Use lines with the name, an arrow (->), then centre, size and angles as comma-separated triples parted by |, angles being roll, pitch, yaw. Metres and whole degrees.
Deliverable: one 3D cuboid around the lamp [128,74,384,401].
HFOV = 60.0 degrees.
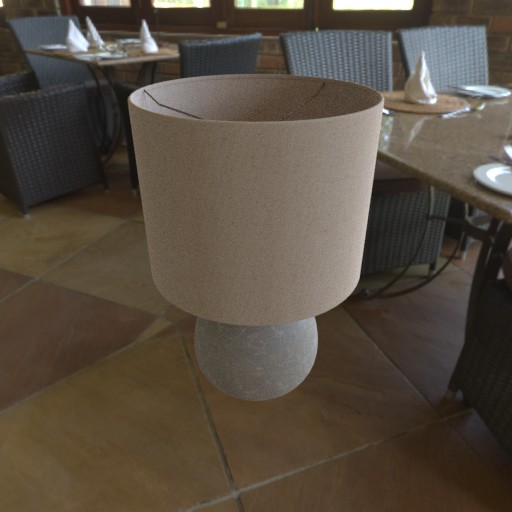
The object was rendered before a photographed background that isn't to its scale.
lamp -> 0.000, 0.000, 0.581 | 0.269, 0.409, 0.269 | -9, 31, -15
